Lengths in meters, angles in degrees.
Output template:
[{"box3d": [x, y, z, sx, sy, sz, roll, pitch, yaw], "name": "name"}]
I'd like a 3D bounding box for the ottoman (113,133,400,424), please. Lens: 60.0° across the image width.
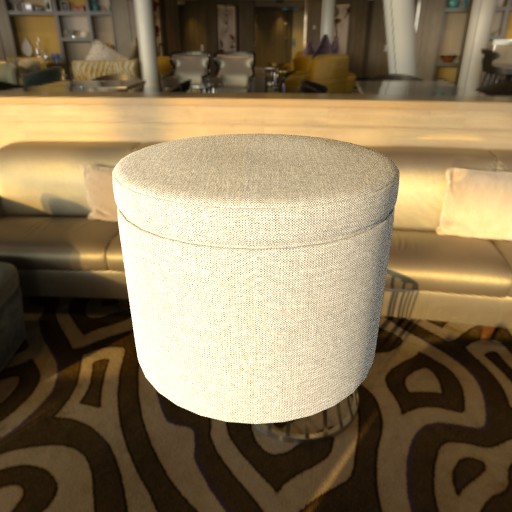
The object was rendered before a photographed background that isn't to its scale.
[{"box3d": [0.000, 0.000, 0.877, 0.500, 0.419, 0.500, 0, 26, 0], "name": "ottoman"}]
